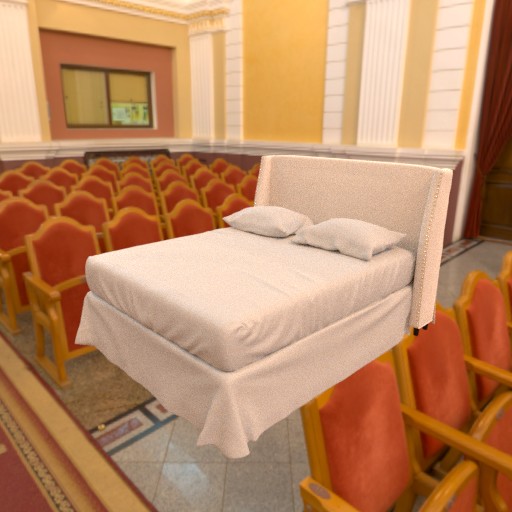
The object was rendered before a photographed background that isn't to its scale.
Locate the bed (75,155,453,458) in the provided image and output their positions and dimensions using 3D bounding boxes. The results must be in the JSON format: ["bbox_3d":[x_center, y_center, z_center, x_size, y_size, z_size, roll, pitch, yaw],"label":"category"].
[{"bbox_3d":[0.000,0.000,3.390,2.276,1.332,1.925,-16,23,-41],"label":"bed"}]
